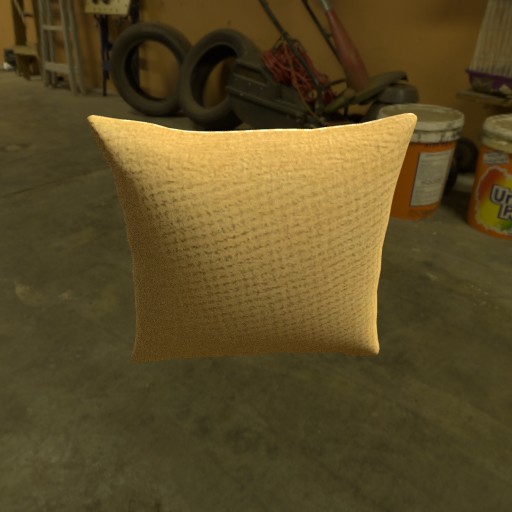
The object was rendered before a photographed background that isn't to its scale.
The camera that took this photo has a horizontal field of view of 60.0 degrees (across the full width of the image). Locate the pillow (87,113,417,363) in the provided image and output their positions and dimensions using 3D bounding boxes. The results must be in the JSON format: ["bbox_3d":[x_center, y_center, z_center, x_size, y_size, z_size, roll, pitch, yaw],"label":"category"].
[{"bbox_3d":[0.000,0.000,0.652,0.419,0.407,0.173,-1,30,-2],"label":"pillow"}]
